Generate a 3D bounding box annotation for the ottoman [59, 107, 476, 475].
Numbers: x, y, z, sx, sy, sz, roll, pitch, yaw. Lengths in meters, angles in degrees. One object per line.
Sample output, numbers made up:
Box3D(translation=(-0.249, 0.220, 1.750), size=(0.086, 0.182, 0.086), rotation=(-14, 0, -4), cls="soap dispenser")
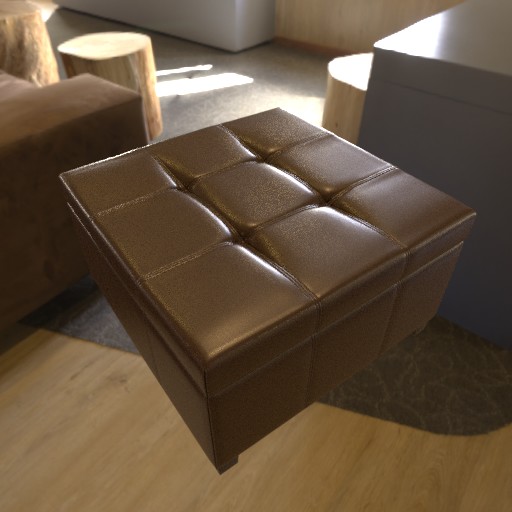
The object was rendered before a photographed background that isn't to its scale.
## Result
Box3D(translation=(0.000, 0.000, 1.279), size=(0.787, 0.460, 0.788), rotation=(-26, 47, -26), cls="ottoman")
